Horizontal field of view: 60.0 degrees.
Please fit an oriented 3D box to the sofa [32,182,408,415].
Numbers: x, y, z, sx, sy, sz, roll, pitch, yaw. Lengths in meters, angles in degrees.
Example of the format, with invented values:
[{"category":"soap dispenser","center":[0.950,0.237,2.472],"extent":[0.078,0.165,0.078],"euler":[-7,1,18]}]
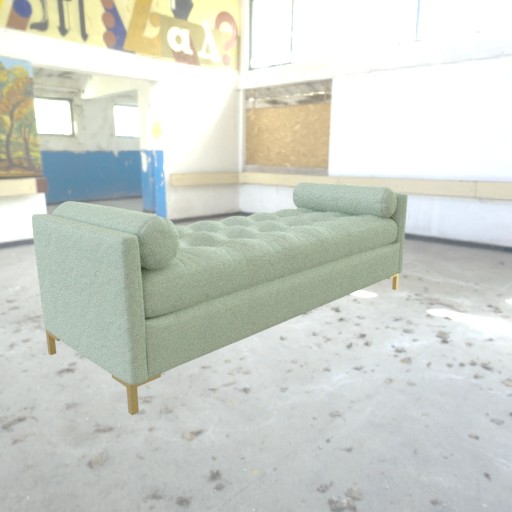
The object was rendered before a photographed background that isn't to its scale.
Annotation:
[{"category":"sofa","center":[0.000,0.000,2.484],"extent":[0.796,0.705,2.102],"euler":[12,18,42]}]
